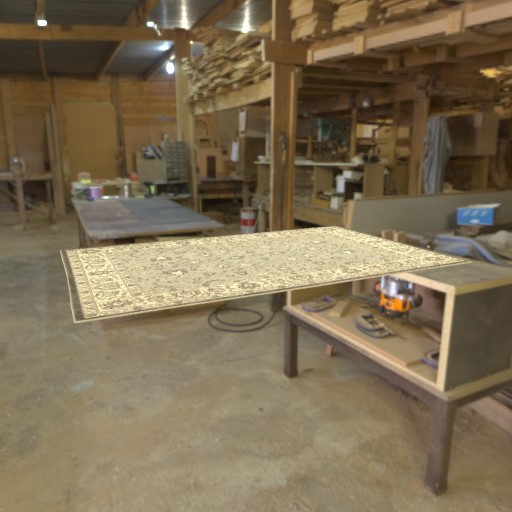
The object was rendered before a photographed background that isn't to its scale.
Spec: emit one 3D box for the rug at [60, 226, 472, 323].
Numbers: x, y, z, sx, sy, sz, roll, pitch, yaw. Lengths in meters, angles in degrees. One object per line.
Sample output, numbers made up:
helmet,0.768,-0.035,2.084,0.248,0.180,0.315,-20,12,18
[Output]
rug,0.000,0.000,3.070,2.438,0.011,1.524,-6,15,-25
